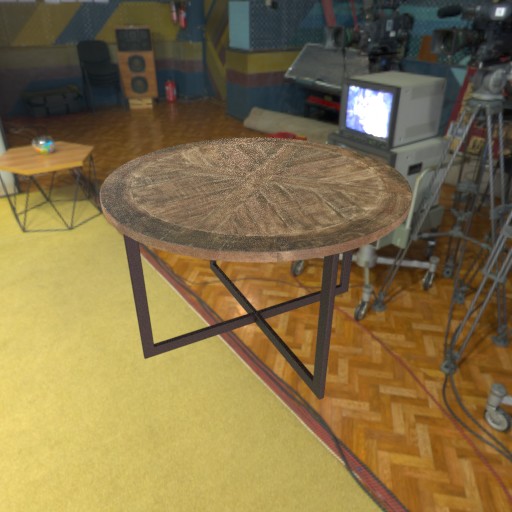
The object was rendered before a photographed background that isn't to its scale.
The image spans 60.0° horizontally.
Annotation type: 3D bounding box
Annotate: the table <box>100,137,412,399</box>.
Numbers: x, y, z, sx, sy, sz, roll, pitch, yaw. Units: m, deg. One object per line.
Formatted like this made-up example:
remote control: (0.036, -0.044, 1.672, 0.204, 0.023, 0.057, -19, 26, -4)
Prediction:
table: (0.000, 0.000, 2.064, 1.264, 0.762, 1.264, 0, 30, 0)
